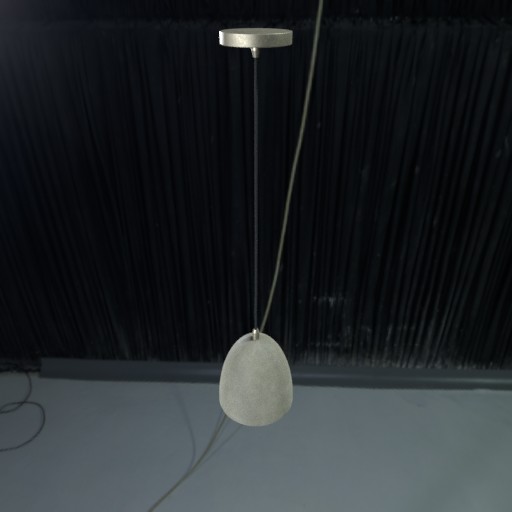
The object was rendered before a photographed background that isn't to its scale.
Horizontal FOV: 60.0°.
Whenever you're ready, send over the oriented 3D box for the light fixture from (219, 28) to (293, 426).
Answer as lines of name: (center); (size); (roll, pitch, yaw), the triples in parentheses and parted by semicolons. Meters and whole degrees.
light fixture: (0.000, 0.000, 0.836); (0.170, 0.759, 0.170); (0, 31, 0)
